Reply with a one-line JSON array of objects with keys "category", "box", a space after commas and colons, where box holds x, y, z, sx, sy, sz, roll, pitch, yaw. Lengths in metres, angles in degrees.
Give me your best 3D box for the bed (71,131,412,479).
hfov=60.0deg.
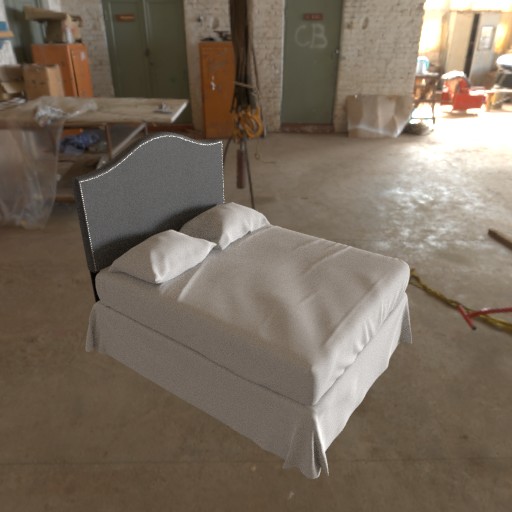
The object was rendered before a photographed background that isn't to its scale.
[{"category": "bed", "box": [0.000, 0.000, 3.438, 2.221, 1.645, 1.876, 18, 32, 31]}]
